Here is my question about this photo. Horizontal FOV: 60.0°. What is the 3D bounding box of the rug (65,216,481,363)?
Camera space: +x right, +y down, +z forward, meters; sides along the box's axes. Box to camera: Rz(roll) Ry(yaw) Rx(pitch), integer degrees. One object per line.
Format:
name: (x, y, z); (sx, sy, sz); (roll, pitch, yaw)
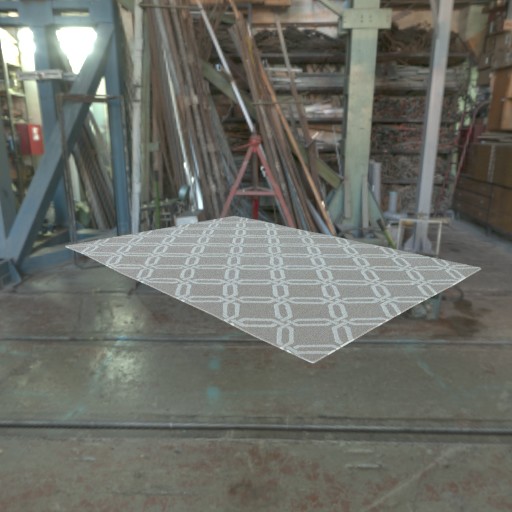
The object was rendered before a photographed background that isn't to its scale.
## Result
rug: (0.000, 0.000, 2.744); (1.524, 0.013, 2.135); (-15, 22, -42)
